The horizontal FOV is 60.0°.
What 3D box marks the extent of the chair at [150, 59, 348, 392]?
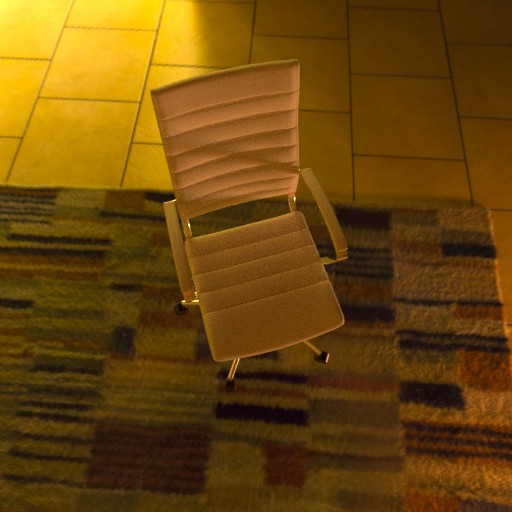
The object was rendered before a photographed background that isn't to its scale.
[{"bbox_3d":[0.000,0.000,1.649,0.766,1.149,0.739,-15,66,-7],"label":"chair"}]
